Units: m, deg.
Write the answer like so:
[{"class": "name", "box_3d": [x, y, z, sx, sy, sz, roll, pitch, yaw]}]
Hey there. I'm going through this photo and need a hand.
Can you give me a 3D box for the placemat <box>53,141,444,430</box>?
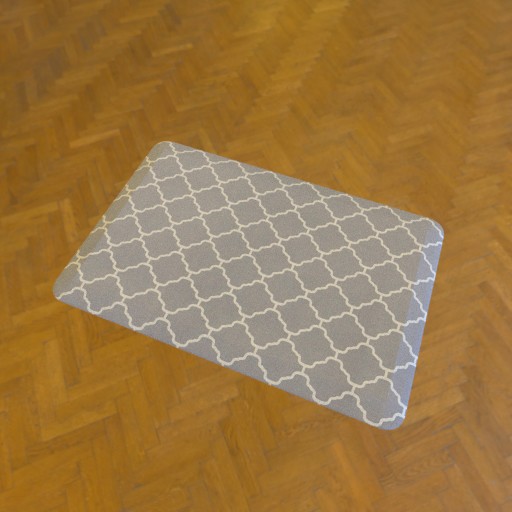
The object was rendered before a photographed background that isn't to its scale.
[{"class": "placemat", "box_3d": [0.000, 0.000, 0.987, 0.762, 0.021, 0.508, 19, 60, 11]}]
